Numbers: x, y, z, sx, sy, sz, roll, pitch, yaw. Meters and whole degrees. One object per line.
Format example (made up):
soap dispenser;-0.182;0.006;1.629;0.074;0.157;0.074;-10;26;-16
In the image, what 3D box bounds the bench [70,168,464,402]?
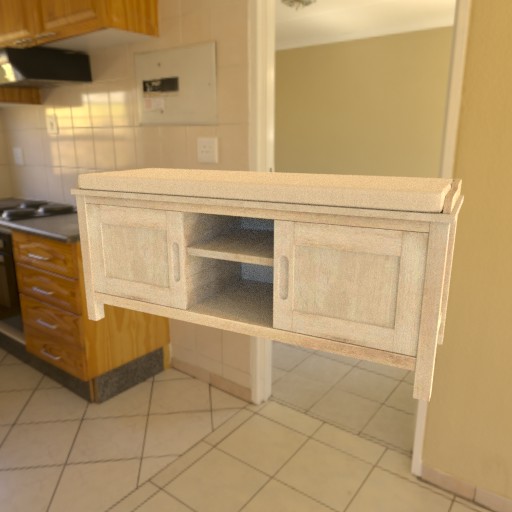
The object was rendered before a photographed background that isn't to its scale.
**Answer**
bench;0.000;0.000;1.404;1.140;0.501;0.398;7;16;26
